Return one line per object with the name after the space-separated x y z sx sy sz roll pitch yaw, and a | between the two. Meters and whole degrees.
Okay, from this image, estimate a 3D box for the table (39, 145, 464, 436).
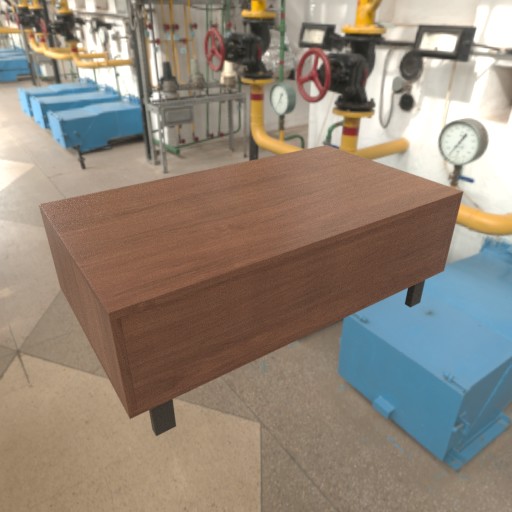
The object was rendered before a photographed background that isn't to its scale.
0.000 0.000 1.321 1.020 0.380 0.600 -18 34 -29 | table
